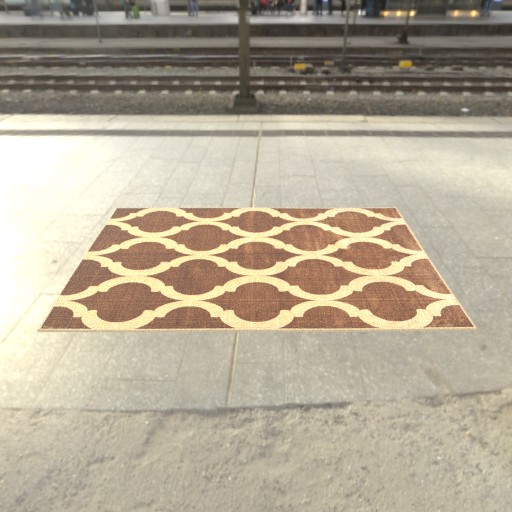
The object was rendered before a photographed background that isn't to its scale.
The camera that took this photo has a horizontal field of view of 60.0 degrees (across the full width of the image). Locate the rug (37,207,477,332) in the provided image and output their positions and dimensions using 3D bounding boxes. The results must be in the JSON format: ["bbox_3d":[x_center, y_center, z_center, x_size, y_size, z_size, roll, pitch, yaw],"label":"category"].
[{"bbox_3d":[0.000,0.000,2.938,2.290,0.014,1.526,0,31,0],"label":"rug"}]
